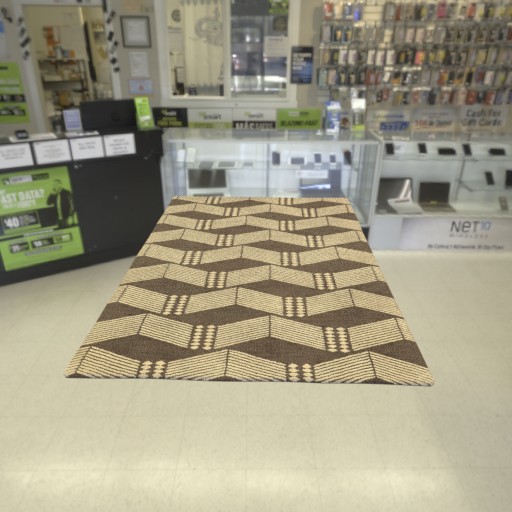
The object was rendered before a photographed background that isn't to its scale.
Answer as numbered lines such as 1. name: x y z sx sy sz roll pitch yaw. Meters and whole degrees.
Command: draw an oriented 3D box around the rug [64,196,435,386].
1. rug: 0.000 0.000 2.253 1.210 0.016 1.833 1 26 2
